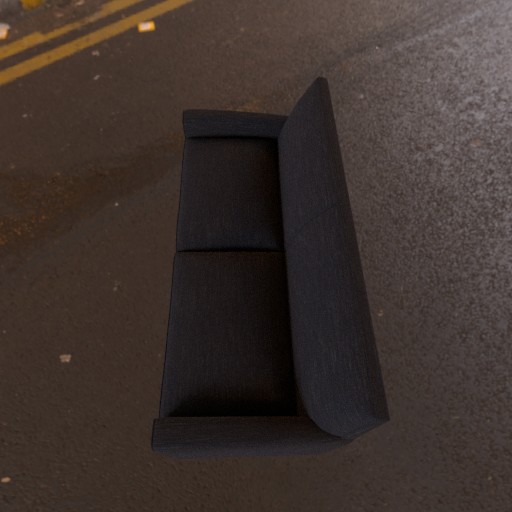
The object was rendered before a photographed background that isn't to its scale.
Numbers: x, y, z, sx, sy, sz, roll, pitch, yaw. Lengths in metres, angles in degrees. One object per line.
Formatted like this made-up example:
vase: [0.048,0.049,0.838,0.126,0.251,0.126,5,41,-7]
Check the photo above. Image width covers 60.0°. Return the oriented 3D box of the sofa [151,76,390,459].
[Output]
sofa: [0.000,0.000,2.371,0.875,0.846,1.976,-1,57,-1]
